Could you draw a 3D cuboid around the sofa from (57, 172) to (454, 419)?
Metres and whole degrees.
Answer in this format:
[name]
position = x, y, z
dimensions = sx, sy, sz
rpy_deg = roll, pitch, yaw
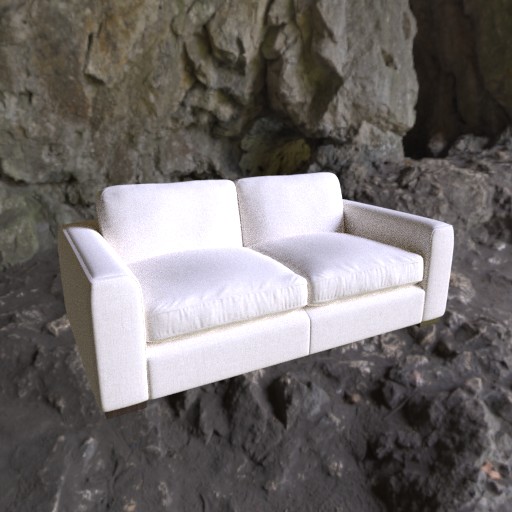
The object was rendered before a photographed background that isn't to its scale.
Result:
[sofa]
position = 0.000, 0.000, 2.440
dimensions = 1.920, 0.801, 1.069
rpy_deg = -9, 19, -27
